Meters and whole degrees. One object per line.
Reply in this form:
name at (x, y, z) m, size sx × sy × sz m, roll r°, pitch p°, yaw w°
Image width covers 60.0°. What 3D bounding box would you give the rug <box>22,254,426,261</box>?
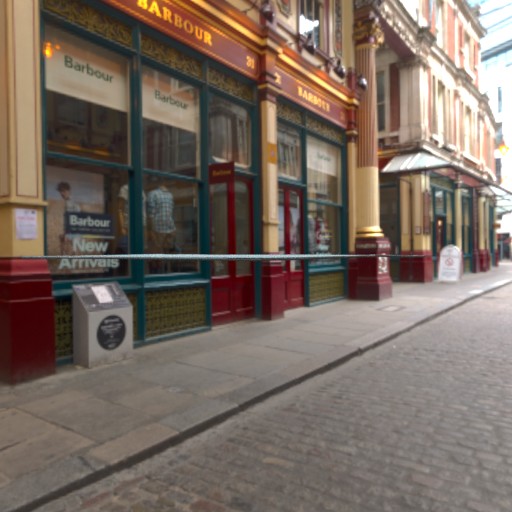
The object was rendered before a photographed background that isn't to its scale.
rug at (0.000, 0.000, 2.920) m, size 1.611 × 0.026 × 2.260 m, roll 0°, pitch 0°, yaw 35°
